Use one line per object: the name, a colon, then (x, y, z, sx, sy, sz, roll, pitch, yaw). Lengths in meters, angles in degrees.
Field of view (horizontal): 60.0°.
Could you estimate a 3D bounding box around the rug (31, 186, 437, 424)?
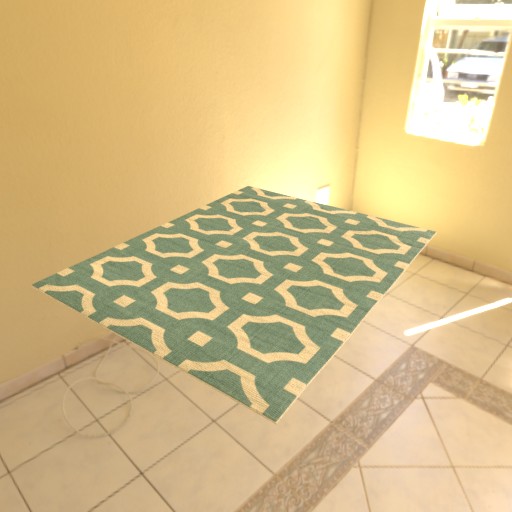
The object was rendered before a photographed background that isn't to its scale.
rug: (0.000, 0.000, 4.172, 2.466, 0.021, 3.049, 19, 34, 31)
